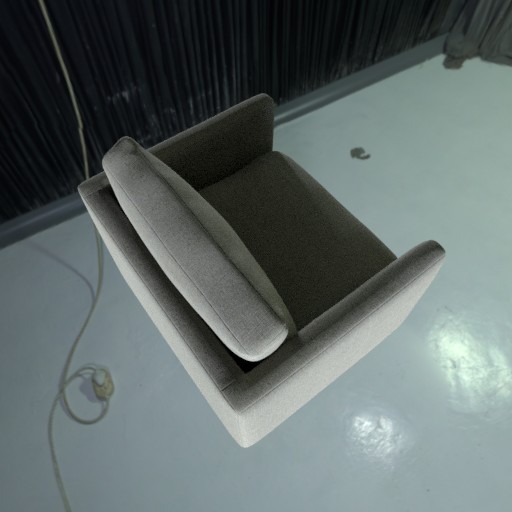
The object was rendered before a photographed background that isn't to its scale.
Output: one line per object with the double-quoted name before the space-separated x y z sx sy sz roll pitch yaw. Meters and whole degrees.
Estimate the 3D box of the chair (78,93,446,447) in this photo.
"chair" 0.000 0.000 1.860 0.959 0.963 1.107 -33 64 -18
